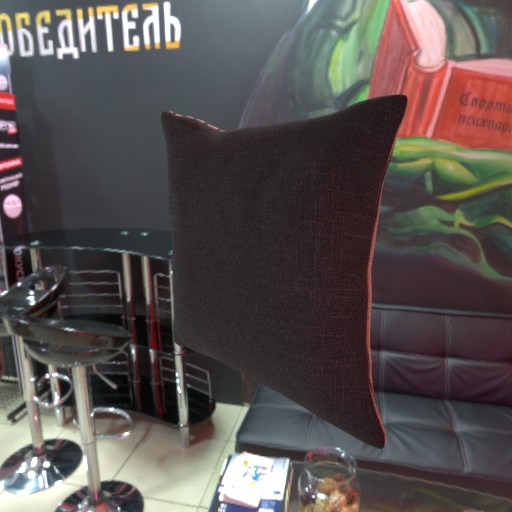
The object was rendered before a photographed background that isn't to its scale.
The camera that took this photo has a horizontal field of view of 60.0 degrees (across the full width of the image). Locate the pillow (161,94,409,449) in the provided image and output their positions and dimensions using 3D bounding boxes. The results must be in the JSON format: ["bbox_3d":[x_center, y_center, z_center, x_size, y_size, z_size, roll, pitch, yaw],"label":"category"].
[{"bbox_3d":[0.000,0.000,0.680,0.138,0.444,0.468,-14,20,-43],"label":"pillow"}]
